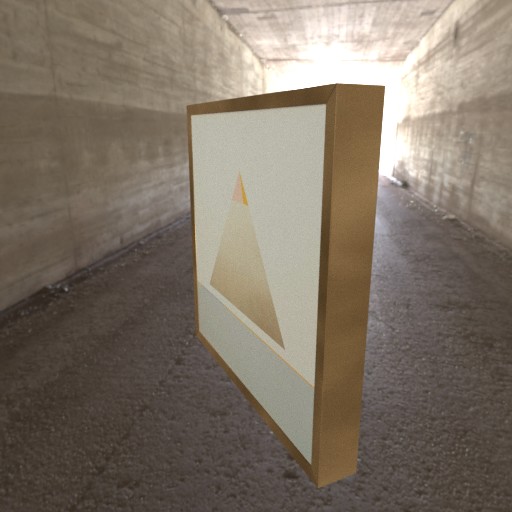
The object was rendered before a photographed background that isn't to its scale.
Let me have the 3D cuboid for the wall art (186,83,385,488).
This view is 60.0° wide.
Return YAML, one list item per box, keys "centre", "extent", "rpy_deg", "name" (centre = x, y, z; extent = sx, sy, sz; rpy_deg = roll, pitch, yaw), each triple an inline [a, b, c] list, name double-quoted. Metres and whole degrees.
- centre: [0.000, 0.000, 0.452]
  extent: [0.038, 0.303, 0.305]
  rpy_deg: [-8, 18, -25]
  name: "wall art"
